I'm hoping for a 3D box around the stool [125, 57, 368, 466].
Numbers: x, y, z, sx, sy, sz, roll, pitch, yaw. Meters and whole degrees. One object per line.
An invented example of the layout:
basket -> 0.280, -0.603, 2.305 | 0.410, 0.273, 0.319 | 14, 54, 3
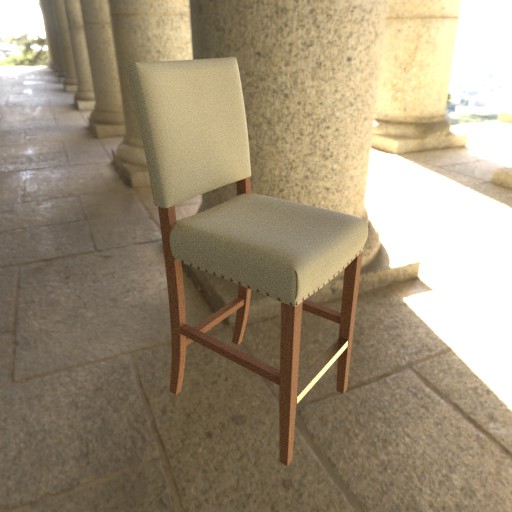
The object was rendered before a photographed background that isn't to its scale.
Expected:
stool -> 0.000, 0.000, 1.454 | 0.584, 1.168, 0.445 | 18, 32, 32
